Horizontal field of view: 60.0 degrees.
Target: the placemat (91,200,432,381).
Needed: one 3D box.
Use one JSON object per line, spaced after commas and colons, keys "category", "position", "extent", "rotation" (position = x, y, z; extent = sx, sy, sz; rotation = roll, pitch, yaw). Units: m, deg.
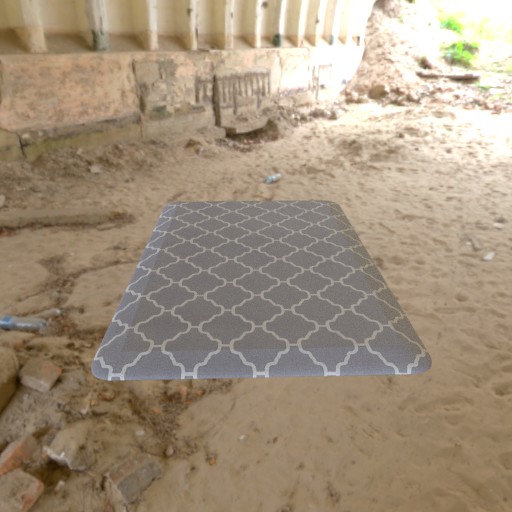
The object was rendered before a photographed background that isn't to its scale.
{"category": "placemat", "position": [0.000, 0.000, 0.970], "extent": [0.508, 0.021, 0.762], "rotation": [-1, 26, -2]}
